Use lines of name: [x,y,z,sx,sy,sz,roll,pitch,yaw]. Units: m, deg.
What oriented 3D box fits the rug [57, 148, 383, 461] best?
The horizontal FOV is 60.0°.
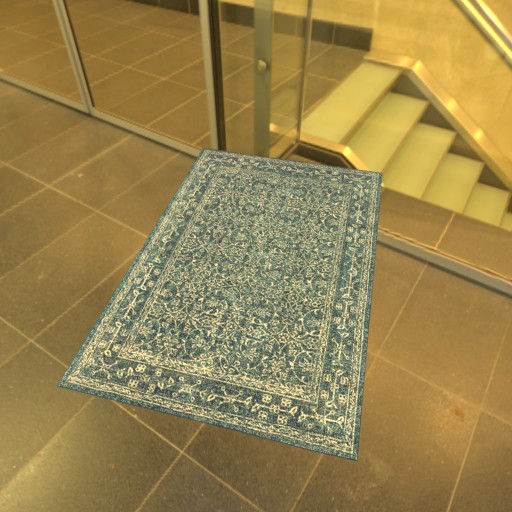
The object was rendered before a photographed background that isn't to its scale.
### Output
rug: [0.000,0.000,2.299,1.200,0.005,1.819,10,47,10]
